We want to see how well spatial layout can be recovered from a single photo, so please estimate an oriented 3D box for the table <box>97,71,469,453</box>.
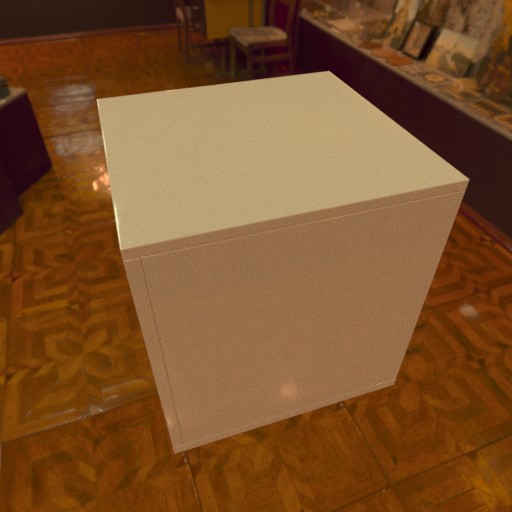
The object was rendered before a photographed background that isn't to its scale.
[{"bbox_3d":[0.000,0.000,0.792,0.420,0.470,0.400,-12,43,-14],"label":"table"}]
